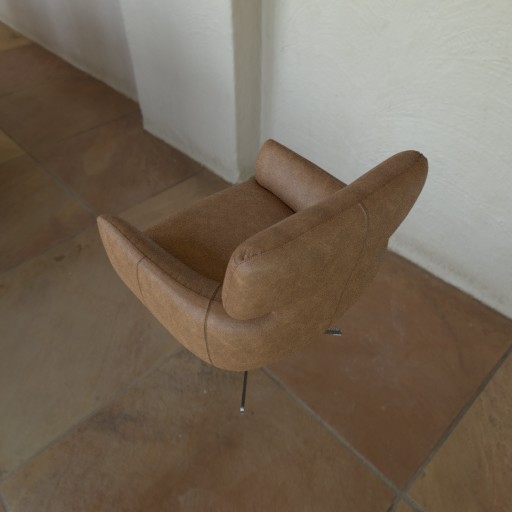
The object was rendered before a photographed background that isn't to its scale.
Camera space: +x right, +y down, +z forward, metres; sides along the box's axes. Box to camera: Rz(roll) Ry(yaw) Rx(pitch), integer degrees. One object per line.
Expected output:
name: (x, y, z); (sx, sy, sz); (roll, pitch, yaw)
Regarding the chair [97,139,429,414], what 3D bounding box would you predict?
chair: (0.000, 0.000, 1.361); (0.706, 0.812, 0.715); (-31, 53, -28)
